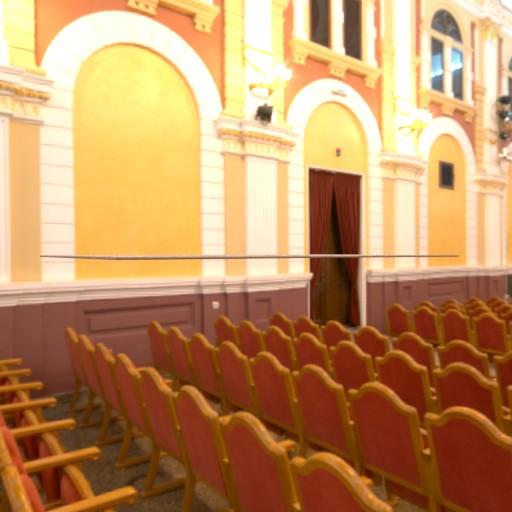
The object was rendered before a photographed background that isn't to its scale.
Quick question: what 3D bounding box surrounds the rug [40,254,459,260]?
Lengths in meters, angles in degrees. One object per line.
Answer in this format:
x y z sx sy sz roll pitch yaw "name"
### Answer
0.000 0.000 3.017 2.438 0.011 1.524 0 1 -36 "rug"
